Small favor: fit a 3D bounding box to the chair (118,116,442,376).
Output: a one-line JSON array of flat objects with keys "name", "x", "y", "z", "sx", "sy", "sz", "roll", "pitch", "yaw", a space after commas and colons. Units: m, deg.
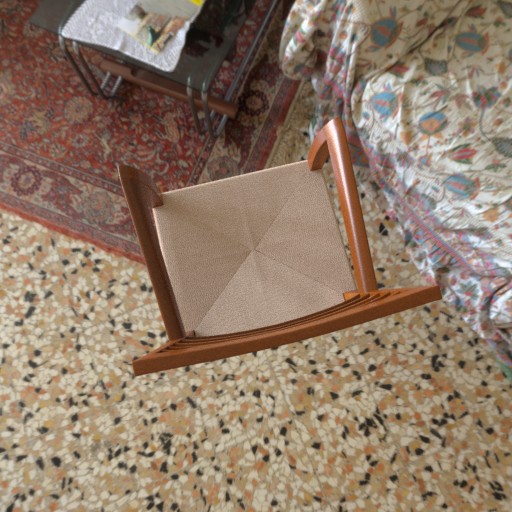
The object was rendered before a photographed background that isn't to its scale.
[{"name": "chair", "x": 0.000, "y": 0.000, "z": 1.240, "sx": 0.587, "sy": 0.855, "sz": 0.540, "roll": -14, "pitch": 76, "yaw": -3}]
